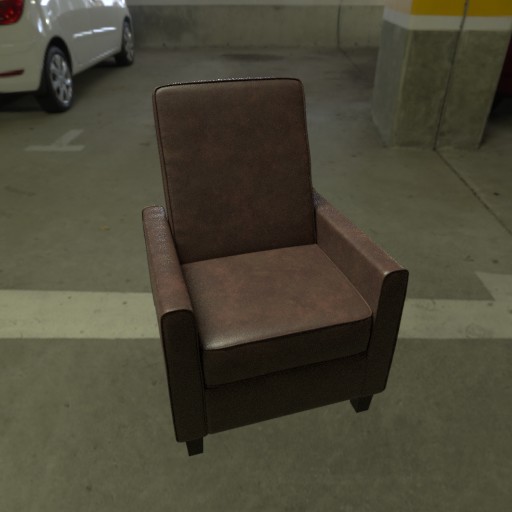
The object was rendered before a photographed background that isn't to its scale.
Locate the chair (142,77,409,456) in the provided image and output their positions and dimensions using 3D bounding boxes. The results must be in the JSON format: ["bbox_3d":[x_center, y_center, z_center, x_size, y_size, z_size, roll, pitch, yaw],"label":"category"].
[{"bbox_3d":[0.000,0.000,1.489,0.705,1.013,0.746,-9,33,-14],"label":"chair"}]
